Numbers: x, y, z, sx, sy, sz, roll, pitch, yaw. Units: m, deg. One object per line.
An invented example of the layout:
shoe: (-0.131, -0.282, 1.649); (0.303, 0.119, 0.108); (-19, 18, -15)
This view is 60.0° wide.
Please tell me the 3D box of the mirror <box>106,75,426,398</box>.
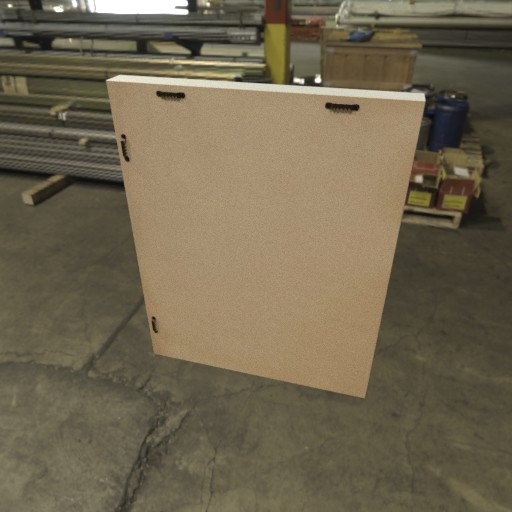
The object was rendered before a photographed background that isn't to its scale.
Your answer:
mirror: (0.000, 0.000, 0.696); (0.405, 0.508, 0.041); (9, 34, 13)
